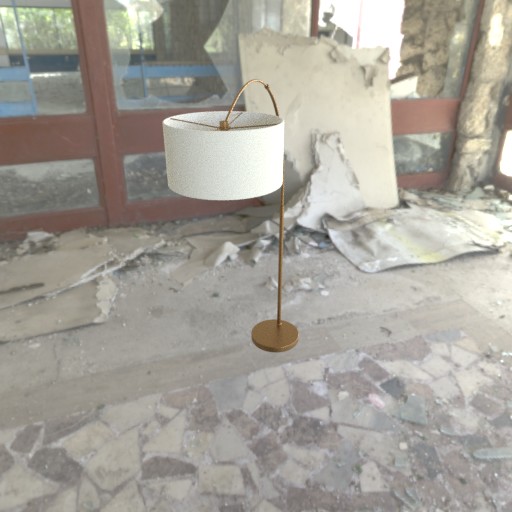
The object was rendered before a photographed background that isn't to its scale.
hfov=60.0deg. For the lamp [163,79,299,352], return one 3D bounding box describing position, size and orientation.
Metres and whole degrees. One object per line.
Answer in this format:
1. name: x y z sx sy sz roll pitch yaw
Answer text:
1. lamp: 0.000 0.000 2.589 0.493 1.927 1.434 7 27 15
